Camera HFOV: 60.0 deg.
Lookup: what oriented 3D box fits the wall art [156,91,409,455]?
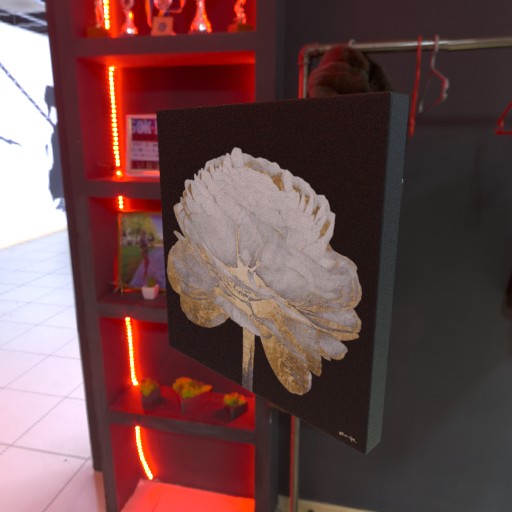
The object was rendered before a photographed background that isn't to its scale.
[{"bbox_3d":[0.000,0.000,0.624,0.406,0.407,0.041,14,20,43],"label":"wall art"}]
